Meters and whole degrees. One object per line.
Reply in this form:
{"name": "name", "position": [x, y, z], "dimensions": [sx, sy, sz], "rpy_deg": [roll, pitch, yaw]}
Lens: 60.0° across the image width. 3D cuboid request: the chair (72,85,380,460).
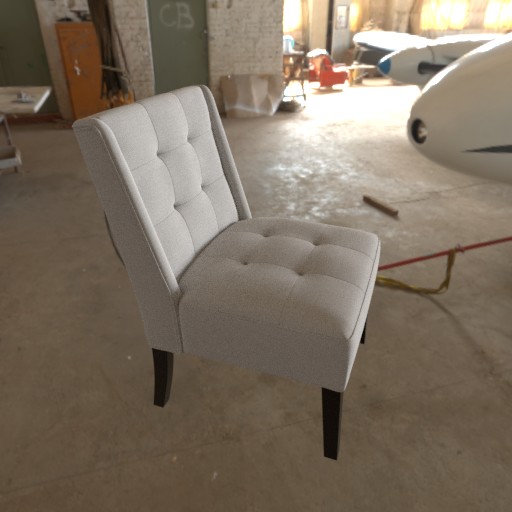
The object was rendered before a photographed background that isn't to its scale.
{"name": "chair", "position": [0.000, 0.000, 1.292], "dimensions": [0.676, 0.853, 0.569], "rpy_deg": [10, 31, 18]}
